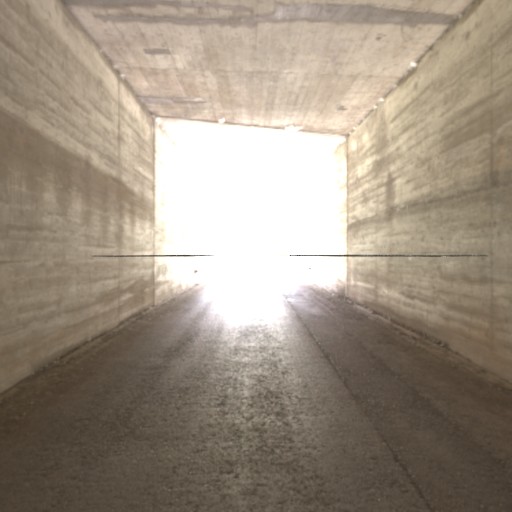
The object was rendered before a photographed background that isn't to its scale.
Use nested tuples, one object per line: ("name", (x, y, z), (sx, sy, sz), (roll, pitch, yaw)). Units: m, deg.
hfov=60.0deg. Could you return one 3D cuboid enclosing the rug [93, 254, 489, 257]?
("rug", (0.000, 0.000, 3.057), (1.520, 0.015, 2.434), (0, 0, -36))
